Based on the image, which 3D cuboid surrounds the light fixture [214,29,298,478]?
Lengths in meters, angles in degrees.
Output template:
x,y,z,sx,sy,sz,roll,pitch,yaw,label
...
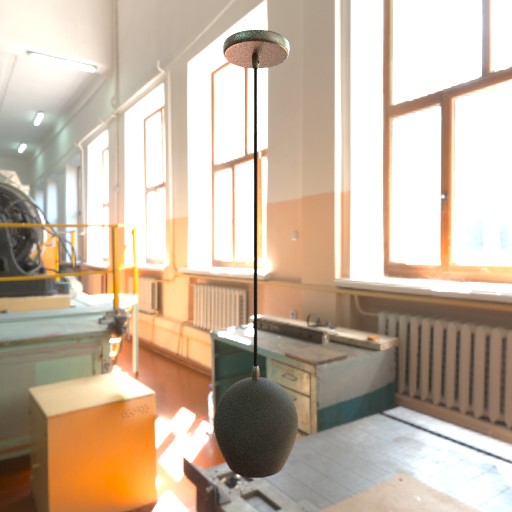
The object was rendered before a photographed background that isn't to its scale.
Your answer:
x,y,z,sx,sy,sz,roll,pitch,yaw,label
0.000,0.000,0.804,0.153,0.760,0.153,0,1,1,light fixture
